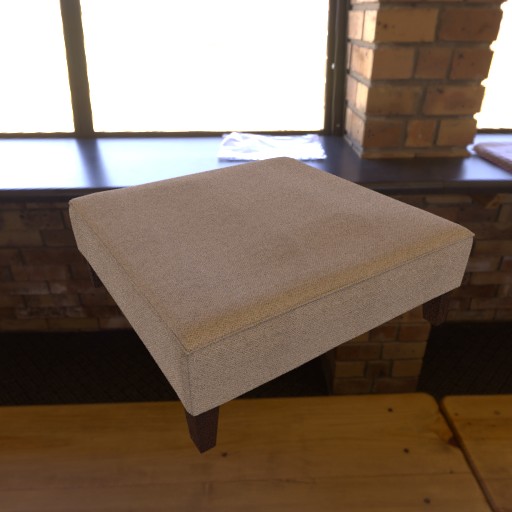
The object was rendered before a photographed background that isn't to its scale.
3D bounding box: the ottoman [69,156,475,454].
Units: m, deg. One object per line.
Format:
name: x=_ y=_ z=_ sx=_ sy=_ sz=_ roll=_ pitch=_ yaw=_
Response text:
ottoman: x=0.000 y=0.000 z=1.531 sx=0.982 sy=0.381 sz=0.973 roll=-18 pitch=34 yaw=-29
